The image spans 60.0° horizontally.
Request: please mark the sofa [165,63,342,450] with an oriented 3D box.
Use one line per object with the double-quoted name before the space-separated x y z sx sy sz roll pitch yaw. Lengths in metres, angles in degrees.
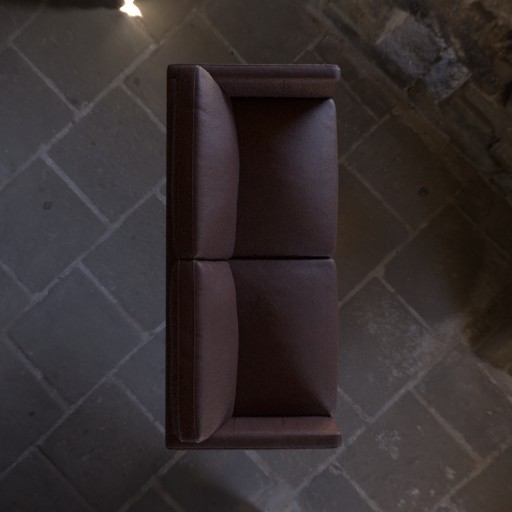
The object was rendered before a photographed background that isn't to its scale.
"sofa" 0.000 0.000 2.480 0.923 0.863 1.971 0 89 -1
